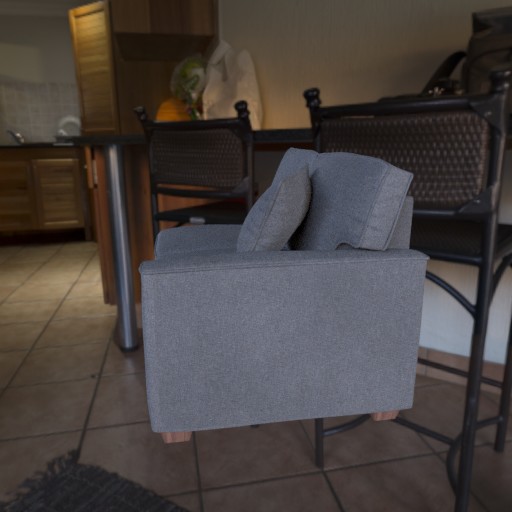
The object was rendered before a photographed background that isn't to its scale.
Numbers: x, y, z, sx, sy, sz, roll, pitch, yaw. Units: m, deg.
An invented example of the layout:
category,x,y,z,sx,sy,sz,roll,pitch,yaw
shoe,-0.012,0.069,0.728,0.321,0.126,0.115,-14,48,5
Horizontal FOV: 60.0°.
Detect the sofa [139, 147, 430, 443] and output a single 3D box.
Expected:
category,x,y,z,sx,sy,sz,roll,pitch,yaw
sofa,0.000,0.000,2.123,0.991,0.989,1.388,-2,15,-9
